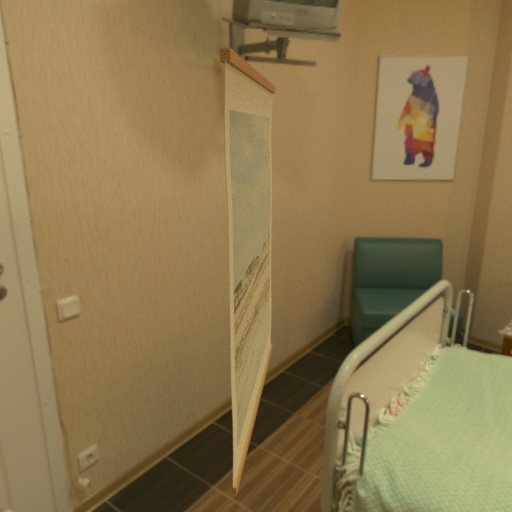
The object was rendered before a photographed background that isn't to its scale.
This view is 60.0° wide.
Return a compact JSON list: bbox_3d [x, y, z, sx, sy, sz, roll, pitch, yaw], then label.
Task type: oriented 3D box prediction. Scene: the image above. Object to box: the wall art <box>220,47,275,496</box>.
[{"bbox_3d":[0.000,0.000,0.789,0.011,0.605,0.458,2,16,8],"label":"wall art"}]
